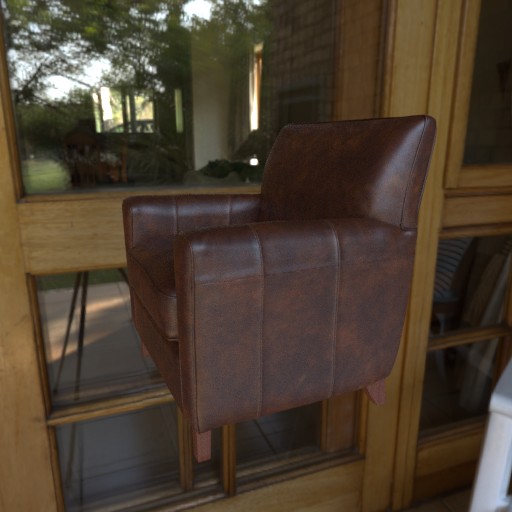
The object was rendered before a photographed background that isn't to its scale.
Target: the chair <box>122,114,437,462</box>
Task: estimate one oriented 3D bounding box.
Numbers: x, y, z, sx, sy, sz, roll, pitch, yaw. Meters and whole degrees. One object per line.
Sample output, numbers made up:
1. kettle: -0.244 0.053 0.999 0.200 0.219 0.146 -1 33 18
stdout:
1. chair: 0.000 0.000 1.580 0.823 0.943 0.870 -7 16 -25
